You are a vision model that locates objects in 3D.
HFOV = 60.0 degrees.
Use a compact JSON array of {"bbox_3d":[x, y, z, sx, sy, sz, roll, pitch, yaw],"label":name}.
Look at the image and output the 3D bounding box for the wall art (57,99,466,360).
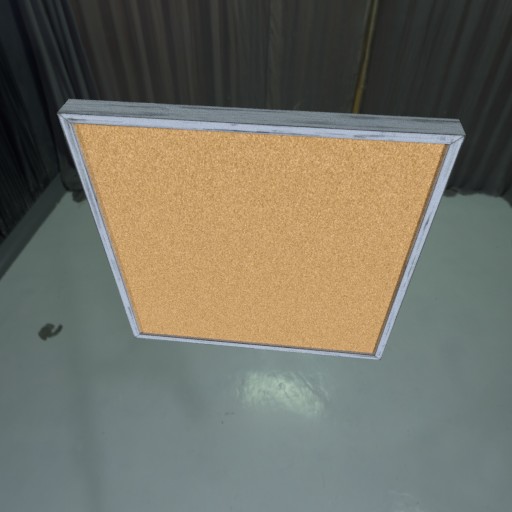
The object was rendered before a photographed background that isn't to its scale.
[{"bbox_3d":[0.000,0.000,0.739,0.506,0.506,0.038,4,46,4],"label":"wall art"}]
